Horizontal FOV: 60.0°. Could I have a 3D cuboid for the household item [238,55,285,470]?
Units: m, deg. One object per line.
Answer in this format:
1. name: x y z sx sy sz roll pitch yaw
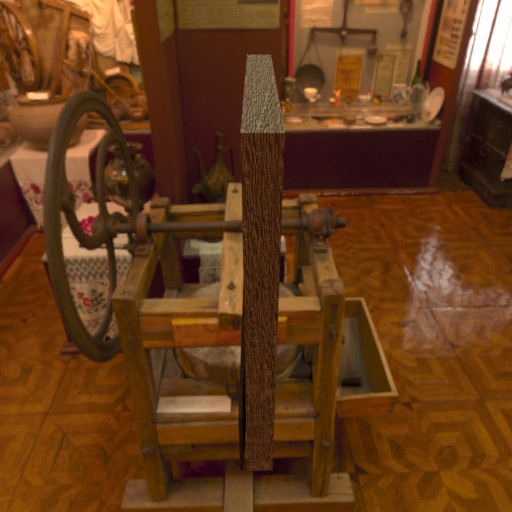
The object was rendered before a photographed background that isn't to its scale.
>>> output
1. household item: 0.000 0.000 0.281 0.020 0.210 0.160 0 33 0
